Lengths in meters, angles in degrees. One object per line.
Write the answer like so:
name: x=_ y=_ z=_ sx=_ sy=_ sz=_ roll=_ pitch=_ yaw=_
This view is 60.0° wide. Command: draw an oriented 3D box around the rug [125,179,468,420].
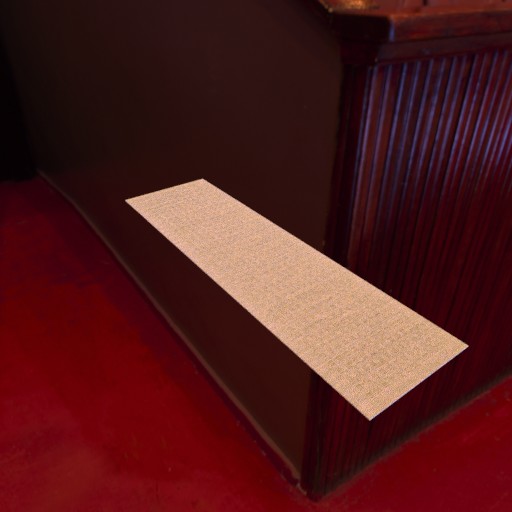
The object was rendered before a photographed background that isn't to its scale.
rug: x=0.000 y=0.000 z=2.737 sx=0.686 sy=0.006 sz=2.437 roll=-22 pitch=39 yaw=-30
